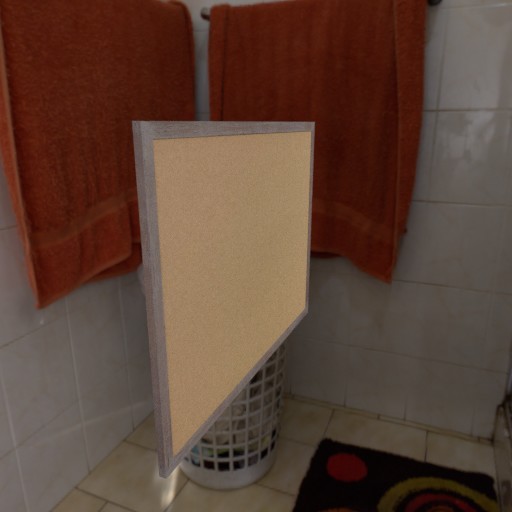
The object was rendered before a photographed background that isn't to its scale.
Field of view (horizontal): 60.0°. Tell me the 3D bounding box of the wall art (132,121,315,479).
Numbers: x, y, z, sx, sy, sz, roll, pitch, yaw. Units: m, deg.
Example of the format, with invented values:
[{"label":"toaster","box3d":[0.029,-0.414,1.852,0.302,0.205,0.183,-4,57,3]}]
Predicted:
[{"label":"wall art","box3d":[0.000,0.000,1.334,0.019,0.774,1.012,8,18,24]}]
